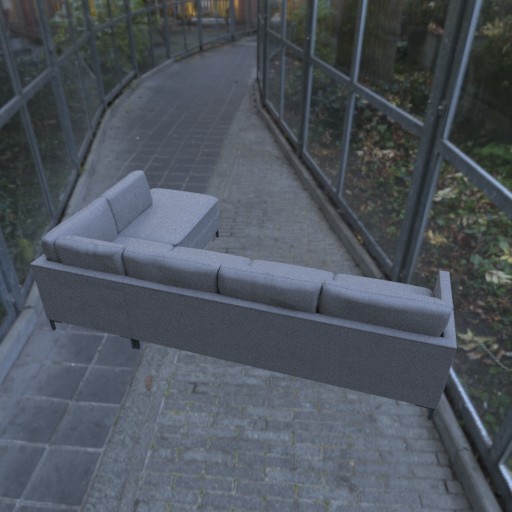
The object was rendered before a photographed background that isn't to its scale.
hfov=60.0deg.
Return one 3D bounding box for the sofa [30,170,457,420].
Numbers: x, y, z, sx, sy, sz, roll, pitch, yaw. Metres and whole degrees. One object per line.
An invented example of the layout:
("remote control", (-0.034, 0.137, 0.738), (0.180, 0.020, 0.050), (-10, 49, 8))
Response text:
("sofa", (0.000, 0.000, 4.202), (3.331, 0.964, 2.077), (9, 33, 15))
